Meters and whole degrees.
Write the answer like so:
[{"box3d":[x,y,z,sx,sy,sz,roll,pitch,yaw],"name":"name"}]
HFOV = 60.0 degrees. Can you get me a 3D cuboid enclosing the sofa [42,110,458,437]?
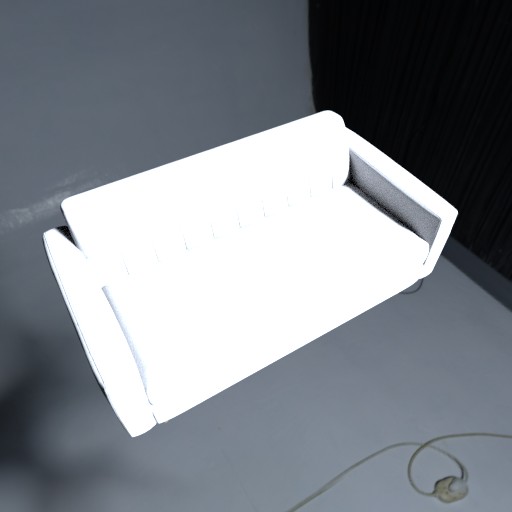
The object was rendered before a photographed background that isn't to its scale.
[{"box3d":[0.000,0.000,2.377,1.895,0.814,0.969,-24,52,-20],"name":"sofa"}]
